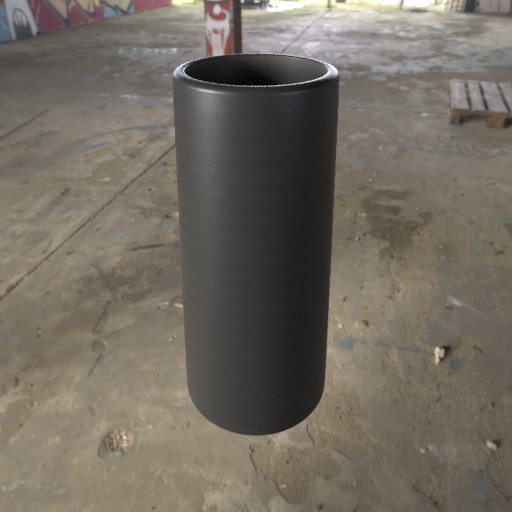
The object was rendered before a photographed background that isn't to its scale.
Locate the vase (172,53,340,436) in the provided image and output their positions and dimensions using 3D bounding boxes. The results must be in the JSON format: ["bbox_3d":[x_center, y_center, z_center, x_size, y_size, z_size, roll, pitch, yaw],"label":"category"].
[{"bbox_3d":[0.000,0.000,0.363,0.136,0.289,0.136,21,40,28],"label":"vase"}]
